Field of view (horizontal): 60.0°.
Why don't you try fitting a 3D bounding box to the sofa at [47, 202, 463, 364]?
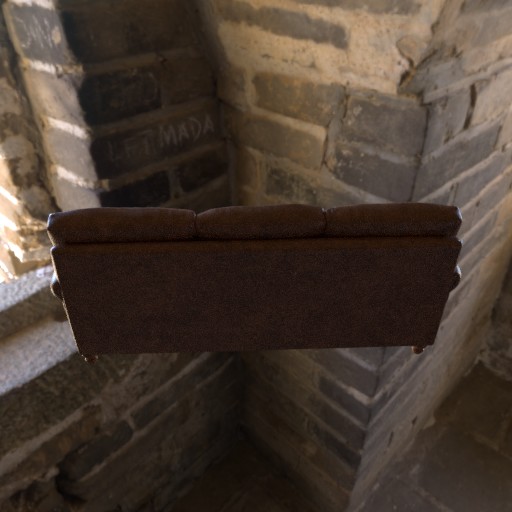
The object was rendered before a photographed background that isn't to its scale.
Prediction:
[{"bbox_3d":[0.000,0.000,2.872,2.351,0.977,0.973,-1,31,-2],"label":"sofa"}]
